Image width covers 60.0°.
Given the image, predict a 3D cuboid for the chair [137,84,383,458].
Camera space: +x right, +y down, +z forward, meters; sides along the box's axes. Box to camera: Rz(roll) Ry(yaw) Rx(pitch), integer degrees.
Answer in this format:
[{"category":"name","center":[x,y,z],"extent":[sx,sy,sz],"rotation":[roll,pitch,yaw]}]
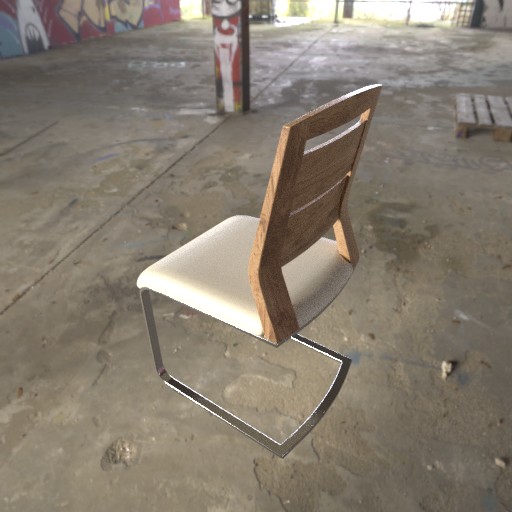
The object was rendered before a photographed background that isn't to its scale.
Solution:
[{"category":"chair","center":[0.000,0.000,1.272],"extent":[0.561,0.955,0.457],"rotation":[21,38,29]}]
